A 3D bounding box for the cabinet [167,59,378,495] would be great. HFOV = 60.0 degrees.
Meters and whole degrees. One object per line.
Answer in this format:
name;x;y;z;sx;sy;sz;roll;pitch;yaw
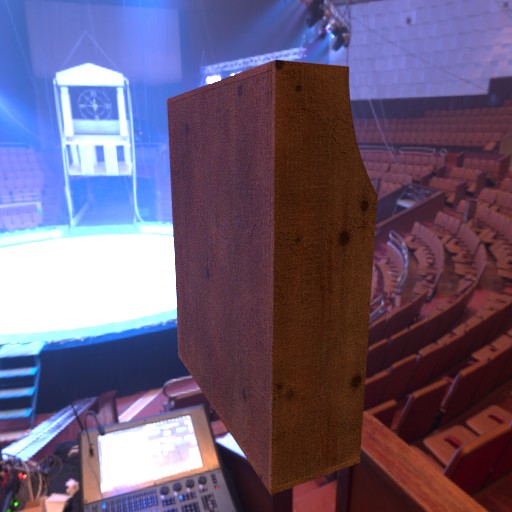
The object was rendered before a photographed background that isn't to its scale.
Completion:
cabinet;0.000;0.000;0.828;0.184;0.590;0.489;-7;15;-25
